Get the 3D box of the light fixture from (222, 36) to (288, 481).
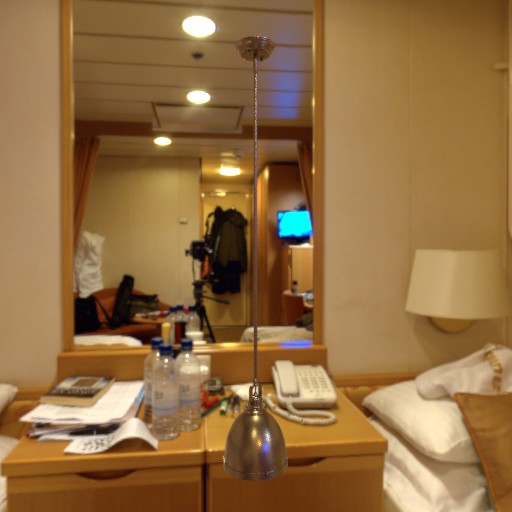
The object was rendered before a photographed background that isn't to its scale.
[{"bbox_3d":[0.000,0.000,1.450,0.211,1.367,0.217,0,1,36],"label":"light fixture"}]
